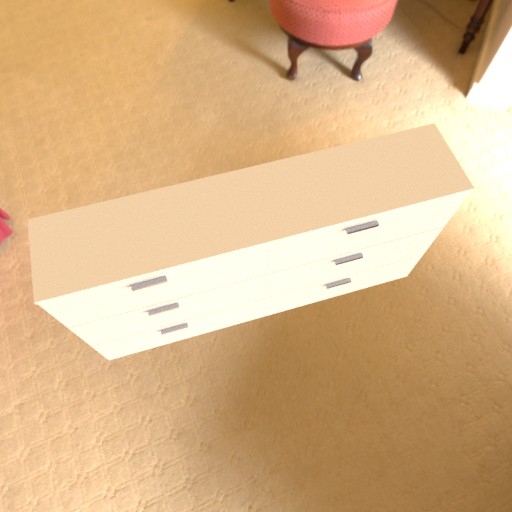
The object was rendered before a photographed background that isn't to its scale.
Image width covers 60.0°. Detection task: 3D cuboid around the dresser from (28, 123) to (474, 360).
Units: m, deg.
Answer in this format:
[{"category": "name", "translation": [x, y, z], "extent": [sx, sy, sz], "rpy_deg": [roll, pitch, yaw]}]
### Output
[{"category": "dresser", "translation": [0.000, 0.000, 1.900], "extent": [1.535, 0.790, 0.333], "rpy_deg": [-15, 65, -7]}]
